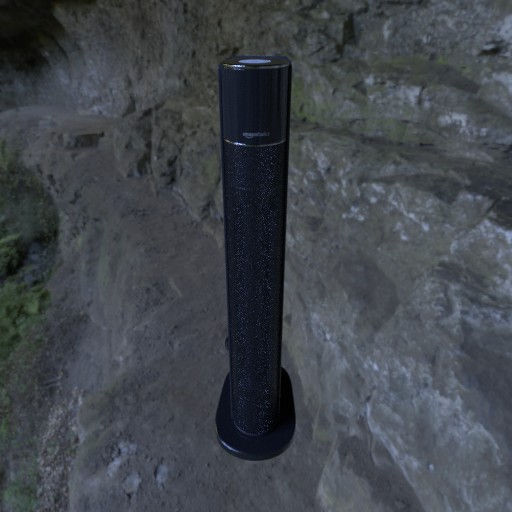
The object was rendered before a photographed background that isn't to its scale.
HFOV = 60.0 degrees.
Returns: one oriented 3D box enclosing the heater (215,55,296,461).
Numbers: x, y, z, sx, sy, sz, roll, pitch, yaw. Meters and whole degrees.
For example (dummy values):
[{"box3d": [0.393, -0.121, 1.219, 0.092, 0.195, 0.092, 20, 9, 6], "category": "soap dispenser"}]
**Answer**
[{"box3d": [0.000, 0.000, 1.027, 0.214, 0.856, 0.458, 2, 29, 3], "category": "heater"}]
